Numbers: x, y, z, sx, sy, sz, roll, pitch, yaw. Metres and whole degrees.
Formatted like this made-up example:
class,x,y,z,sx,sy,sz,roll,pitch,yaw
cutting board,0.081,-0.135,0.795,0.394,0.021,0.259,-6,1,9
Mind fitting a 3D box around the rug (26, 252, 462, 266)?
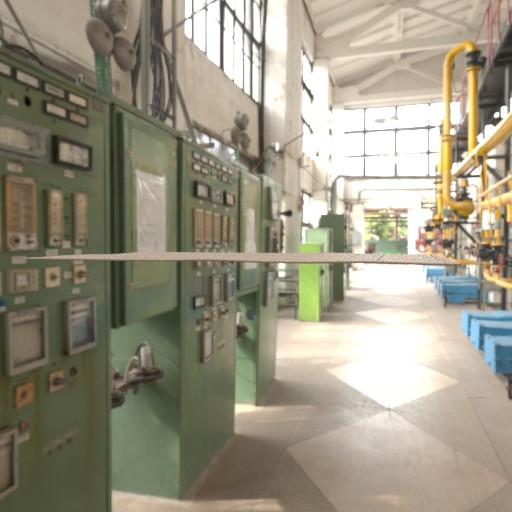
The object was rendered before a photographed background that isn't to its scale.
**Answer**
class,x,y,z,sx,sy,sz,roll,pitch,yaw
rug,0.000,0.000,2.332,1.829,0.013,1.220,1,2,18
